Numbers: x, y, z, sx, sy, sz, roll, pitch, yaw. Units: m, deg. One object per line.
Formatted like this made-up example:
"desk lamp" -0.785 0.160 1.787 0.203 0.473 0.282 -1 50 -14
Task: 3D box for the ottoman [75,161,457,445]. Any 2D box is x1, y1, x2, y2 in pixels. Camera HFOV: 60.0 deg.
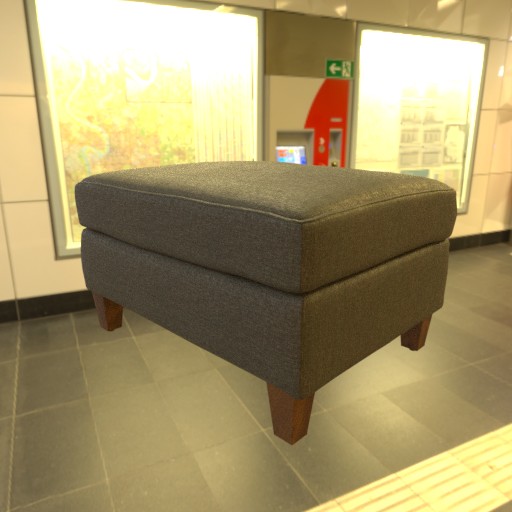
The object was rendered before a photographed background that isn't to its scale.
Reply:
"ottoman" 0.000 0.000 1.199 0.826 0.496 0.639 15 21 42
